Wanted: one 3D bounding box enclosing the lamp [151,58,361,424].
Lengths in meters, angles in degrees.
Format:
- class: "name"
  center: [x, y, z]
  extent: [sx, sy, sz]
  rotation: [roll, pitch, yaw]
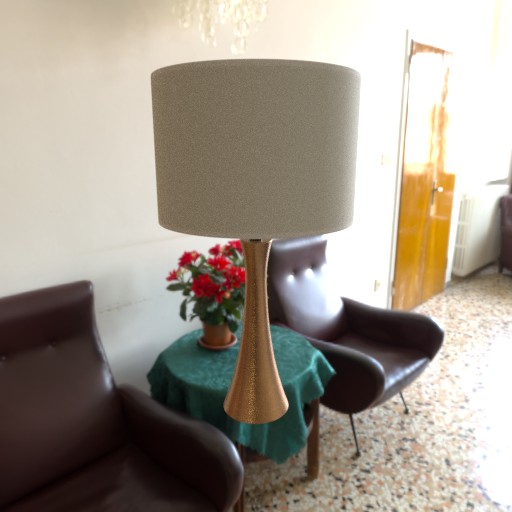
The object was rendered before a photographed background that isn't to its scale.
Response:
- class: "lamp"
  center: [0.000, 0.000, 0.636]
  extent: [0.268, 0.479, 0.268]
  rotation: [2, 14, 9]
